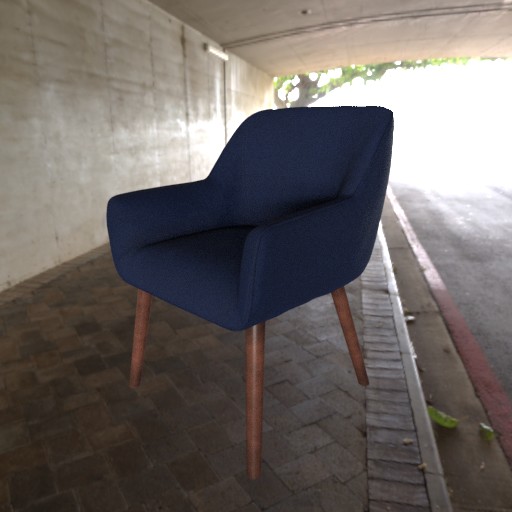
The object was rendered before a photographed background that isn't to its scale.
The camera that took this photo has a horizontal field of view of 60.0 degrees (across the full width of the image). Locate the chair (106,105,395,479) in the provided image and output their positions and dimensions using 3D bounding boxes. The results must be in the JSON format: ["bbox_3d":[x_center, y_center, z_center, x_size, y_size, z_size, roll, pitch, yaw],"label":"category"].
[{"bbox_3d":[0.000,0.000,1.255,0.600,0.820,0.600,15,22,42],"label":"chair"}]
